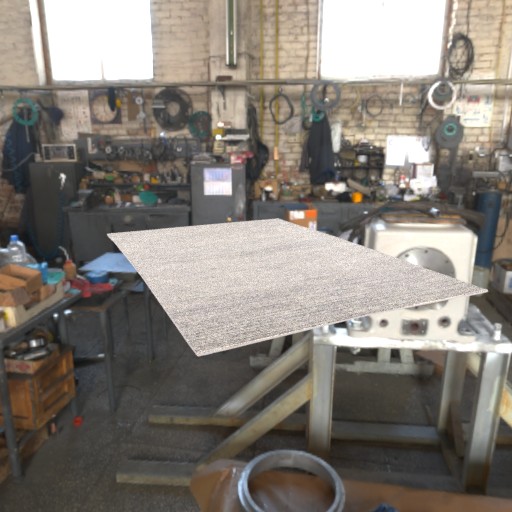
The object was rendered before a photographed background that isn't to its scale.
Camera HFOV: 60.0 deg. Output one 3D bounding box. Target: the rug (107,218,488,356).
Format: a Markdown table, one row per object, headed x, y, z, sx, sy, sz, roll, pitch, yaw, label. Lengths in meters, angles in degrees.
| x | y | z | sx | sy | sz | roll | pitch | yaw | label |
| --- | --- | --- | --- | --- | --- | --- | --- | --- | --- |
| 0.000 | 0.000 | 2.975 | 1.604 | 0.030 | 2.307 | -7 | 17 | -25 | rug |
